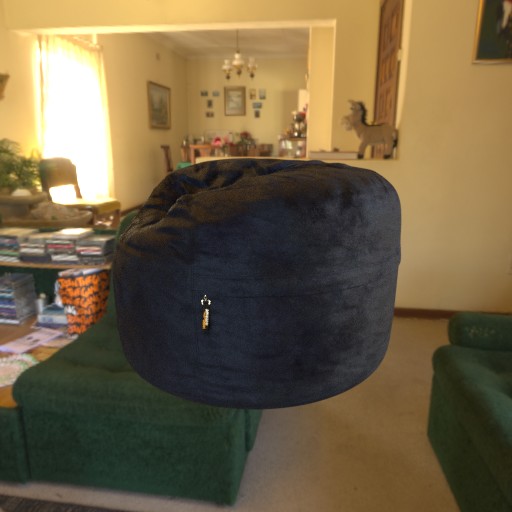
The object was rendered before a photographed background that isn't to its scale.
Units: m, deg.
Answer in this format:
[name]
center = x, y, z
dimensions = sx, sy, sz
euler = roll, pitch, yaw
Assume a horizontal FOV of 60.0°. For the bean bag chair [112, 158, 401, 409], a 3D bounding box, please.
[bean bag chair]
center = 0.000, 0.000, 1.473
dimensions = 0.918, 0.616, 0.918
euler = 0, 15, 0
